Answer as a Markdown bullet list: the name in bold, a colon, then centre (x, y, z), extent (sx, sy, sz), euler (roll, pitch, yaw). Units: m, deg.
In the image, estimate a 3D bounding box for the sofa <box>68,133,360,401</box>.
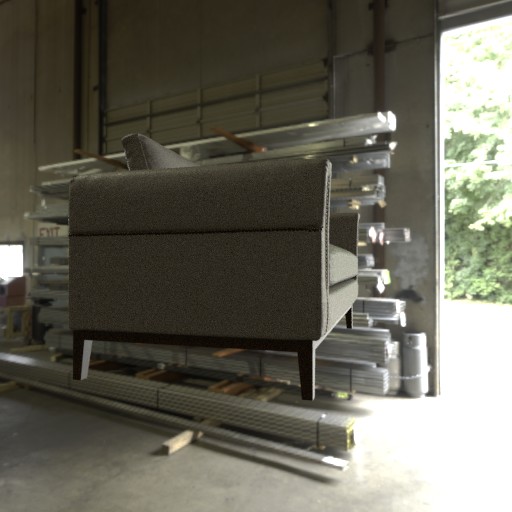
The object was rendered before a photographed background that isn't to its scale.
- **sofa**: centre (0.000, 0.000, 2.142), extent (0.899, 0.873, 1.598), euler (0, -1, 16)
